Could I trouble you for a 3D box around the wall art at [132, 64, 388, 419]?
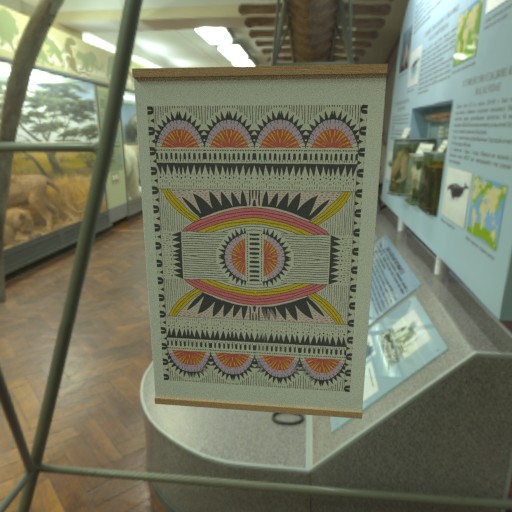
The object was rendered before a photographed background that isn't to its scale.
[{"bbox_3d":[0.000,0.000,1.934,0.999,1.533,0.028,2,15,7],"label":"wall art"}]
